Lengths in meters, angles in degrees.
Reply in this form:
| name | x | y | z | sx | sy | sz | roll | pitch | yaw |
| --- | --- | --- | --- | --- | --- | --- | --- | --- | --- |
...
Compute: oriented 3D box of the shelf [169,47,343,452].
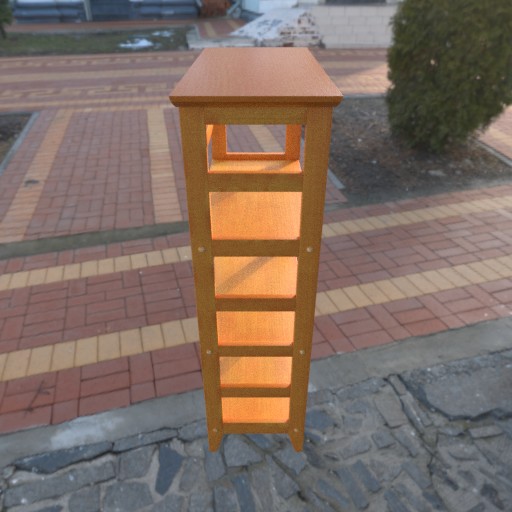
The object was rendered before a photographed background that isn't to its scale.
| name | x | y | z | sx | sy | sz | roll | pitch | yaw |
| --- | --- | --- | --- | --- | --- | --- | --- | --- | --- |
| shelf | 0.000 | 0.000 | 1.334 | 0.305 | 1.067 | 0.660 | 0 | 32 | 0 |
